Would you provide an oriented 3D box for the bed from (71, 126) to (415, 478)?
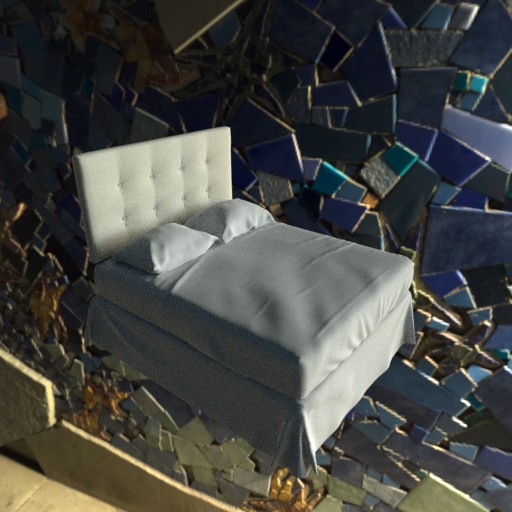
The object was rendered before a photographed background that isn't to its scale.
[{"bbox_3d":[0.000,0.000,3.456,2.222,1.577,1.936,19,31,34],"label":"bed"}]
